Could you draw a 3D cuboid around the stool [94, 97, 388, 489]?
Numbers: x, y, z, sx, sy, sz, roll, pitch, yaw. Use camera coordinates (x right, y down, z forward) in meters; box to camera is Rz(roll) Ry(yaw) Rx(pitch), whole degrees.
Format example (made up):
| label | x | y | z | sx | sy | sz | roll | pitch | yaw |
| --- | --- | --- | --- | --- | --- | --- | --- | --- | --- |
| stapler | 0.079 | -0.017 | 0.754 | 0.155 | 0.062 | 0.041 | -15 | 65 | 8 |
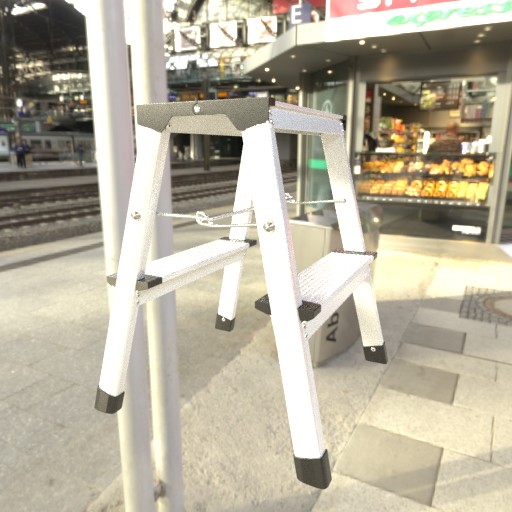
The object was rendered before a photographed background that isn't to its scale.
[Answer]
| label | x | y | z | sx | sy | sz | roll | pitch | yaw |
| --- | --- | --- | --- | --- | --- | --- | --- | --- | --- |
| stool | 0.000 | 0.000 | 0.765 | 0.405 | 0.480 | 0.404 | 7 | 15 | 26 |
